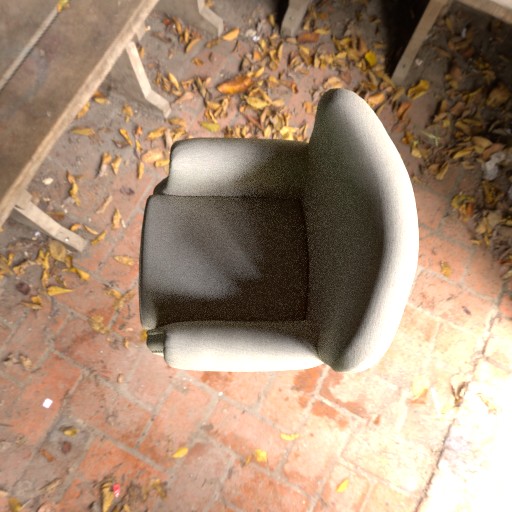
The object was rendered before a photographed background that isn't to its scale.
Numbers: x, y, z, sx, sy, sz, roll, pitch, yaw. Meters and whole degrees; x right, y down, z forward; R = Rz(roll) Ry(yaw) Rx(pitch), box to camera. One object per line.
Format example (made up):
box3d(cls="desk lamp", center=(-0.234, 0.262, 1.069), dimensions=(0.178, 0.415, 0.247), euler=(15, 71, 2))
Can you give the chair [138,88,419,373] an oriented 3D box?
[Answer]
box3d(cls="chair", center=(0.000, 0.000, 1.683), dimensions=(0.921, 0.936, 0.861), euler=(-1, 76, 0))
